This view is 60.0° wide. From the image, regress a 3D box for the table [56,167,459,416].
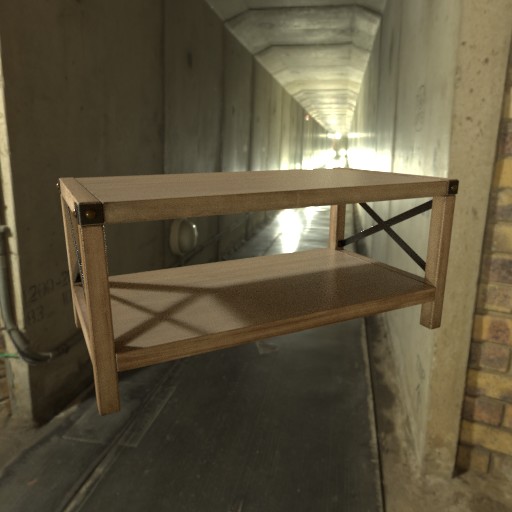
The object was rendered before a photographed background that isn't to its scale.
[{"bbox_3d":[0.000,0.000,1.317,1.016,0.456,0.559,-8,17,-26],"label":"table"}]
